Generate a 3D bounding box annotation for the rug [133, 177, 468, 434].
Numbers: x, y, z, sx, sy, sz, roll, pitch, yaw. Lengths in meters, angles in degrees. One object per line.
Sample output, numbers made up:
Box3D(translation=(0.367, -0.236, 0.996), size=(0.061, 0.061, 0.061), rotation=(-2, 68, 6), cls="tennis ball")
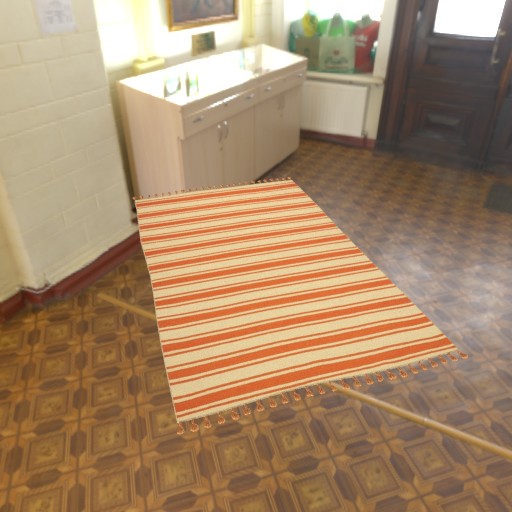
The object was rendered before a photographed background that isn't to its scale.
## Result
Box3D(translation=(0.000, 0.000, 2.549), size=(1.232, 0.017, 2.092), rotation=(-10, 34, -15), cls="rug")
